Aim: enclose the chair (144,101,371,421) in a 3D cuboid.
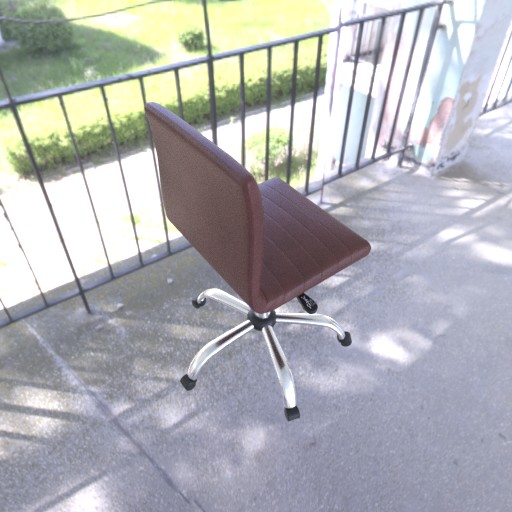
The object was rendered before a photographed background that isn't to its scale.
[{"bbox_3d":[0.000,0.000,1.161,0.530,0.780,0.556,-26,48,-25],"label":"chair"}]
